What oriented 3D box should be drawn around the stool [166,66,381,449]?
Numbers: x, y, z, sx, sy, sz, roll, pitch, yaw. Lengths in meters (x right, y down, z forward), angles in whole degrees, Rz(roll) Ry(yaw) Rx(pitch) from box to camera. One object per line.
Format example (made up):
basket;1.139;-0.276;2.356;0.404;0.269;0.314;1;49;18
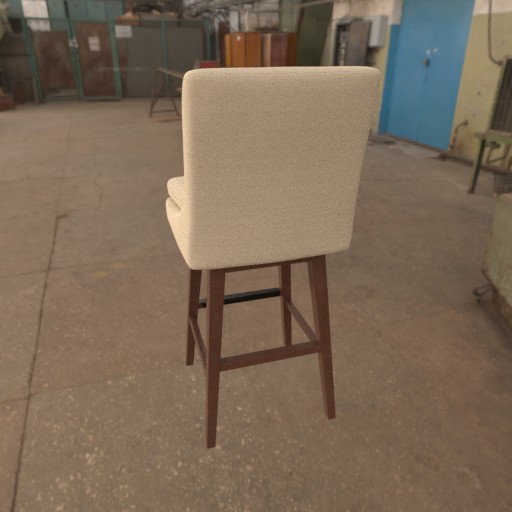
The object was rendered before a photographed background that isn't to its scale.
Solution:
stool;0.000;0.000;1.367;0.483;1.093;0.559;-7;26;-15
